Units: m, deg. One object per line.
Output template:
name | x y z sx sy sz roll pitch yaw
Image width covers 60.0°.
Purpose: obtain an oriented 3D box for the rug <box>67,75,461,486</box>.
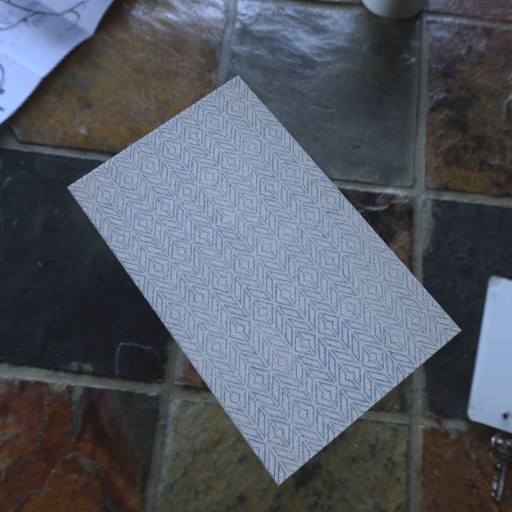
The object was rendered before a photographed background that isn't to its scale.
rug | 0.000 0.000 3.037 1.526 0.008 2.441 -36 78 -9
